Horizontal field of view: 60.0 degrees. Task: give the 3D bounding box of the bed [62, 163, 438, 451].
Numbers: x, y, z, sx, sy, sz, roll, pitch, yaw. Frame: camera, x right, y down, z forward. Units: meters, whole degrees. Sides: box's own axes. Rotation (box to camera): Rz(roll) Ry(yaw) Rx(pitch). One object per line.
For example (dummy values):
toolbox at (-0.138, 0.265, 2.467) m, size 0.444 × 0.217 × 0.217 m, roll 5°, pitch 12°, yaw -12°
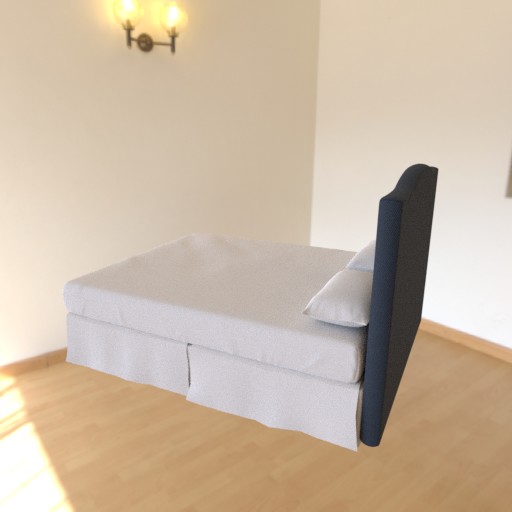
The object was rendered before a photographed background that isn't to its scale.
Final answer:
bed at (0.000, 0.000, 3.334) m, size 2.282 × 1.436 × 1.821 m, roll 8°, pitch 18°, yaw 25°
